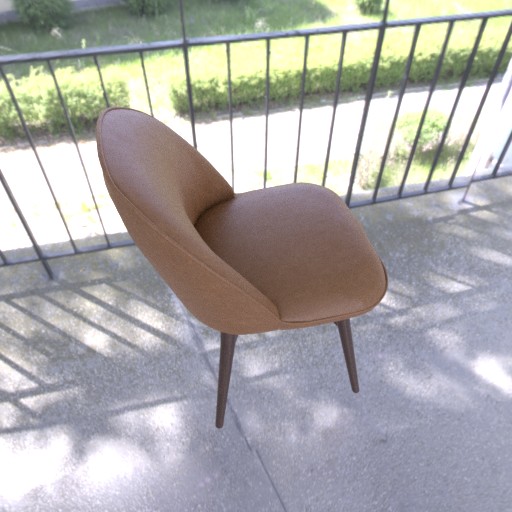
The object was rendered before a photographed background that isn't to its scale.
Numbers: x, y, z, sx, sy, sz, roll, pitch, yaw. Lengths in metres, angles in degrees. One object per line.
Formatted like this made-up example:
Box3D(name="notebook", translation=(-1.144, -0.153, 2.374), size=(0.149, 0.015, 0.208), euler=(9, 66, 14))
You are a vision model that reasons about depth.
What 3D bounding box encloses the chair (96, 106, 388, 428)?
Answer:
Box3D(name="chair", translation=(0.000, 0.000, 1.193), size=(0.631, 0.831, 0.521), euler=(-11, 47, -10))
